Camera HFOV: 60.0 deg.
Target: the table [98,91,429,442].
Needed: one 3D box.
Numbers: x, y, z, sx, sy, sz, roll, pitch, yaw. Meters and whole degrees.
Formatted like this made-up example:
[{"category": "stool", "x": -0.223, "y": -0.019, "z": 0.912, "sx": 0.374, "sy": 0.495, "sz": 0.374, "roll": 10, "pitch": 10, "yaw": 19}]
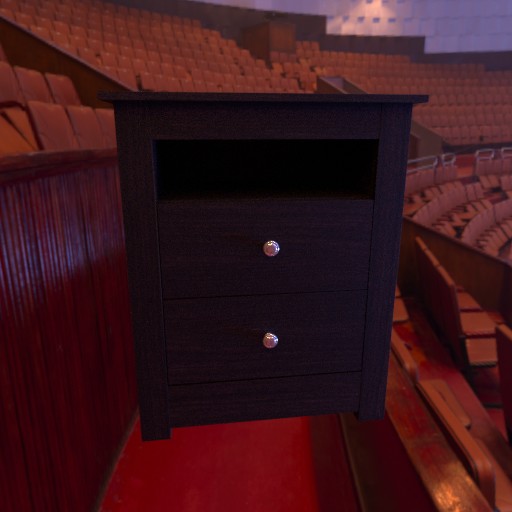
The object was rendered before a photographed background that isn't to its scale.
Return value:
[{"category": "table", "x": 0.000, "y": 0.000, "z": 1.068, "sx": 0.591, "sy": 0.711, "sz": 0.406, "roll": -2, "pitch": 16, "yaw": -8}]
